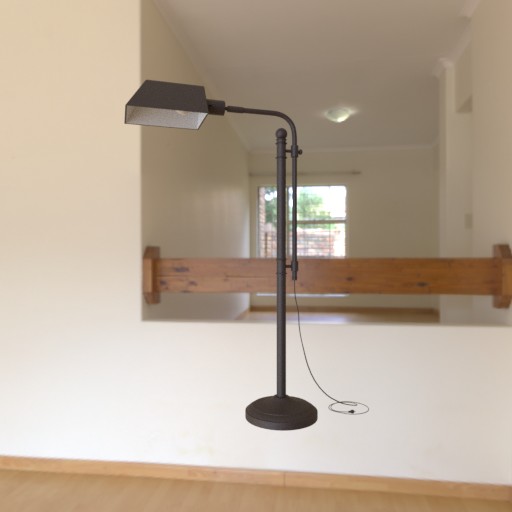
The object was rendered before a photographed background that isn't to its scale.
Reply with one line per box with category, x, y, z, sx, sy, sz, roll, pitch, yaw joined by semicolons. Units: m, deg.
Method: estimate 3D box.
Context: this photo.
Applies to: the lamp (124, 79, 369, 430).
lamp;0.000;0.000;0.960;0.545;0.708;0.159;0;0;-17
